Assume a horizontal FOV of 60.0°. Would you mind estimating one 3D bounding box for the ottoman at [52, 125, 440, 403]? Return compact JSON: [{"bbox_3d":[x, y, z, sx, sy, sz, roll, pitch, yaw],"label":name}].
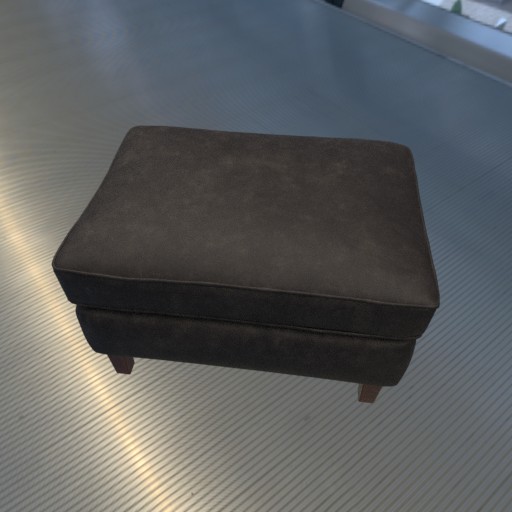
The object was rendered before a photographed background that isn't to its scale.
[{"bbox_3d":[0.000,0.000,0.996,0.665,0.413,0.501,5,48,5],"label":"ottoman"}]
